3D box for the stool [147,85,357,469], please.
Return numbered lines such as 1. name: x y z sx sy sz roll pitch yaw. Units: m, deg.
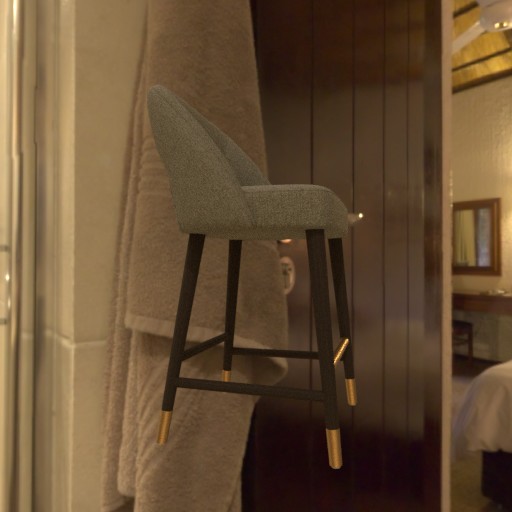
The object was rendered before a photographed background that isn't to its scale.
1. stool: 0.000 0.000 1.253 0.524 0.925 0.536 0 -1 17
